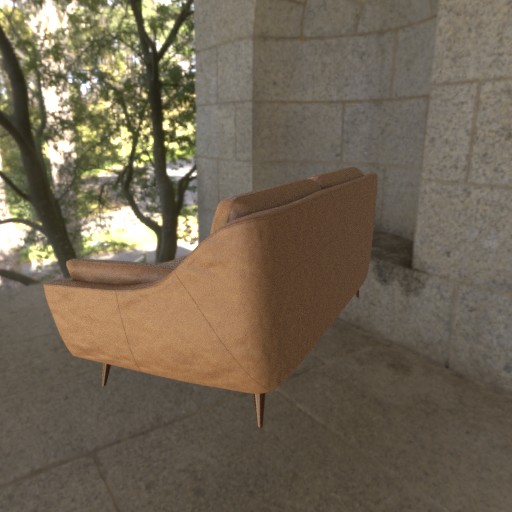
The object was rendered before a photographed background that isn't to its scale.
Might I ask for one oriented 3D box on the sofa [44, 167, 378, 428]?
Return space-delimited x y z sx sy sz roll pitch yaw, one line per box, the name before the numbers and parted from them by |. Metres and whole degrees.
sofa | 0.000 0.000 2.316 0.904 0.839 1.902 7 17 25
